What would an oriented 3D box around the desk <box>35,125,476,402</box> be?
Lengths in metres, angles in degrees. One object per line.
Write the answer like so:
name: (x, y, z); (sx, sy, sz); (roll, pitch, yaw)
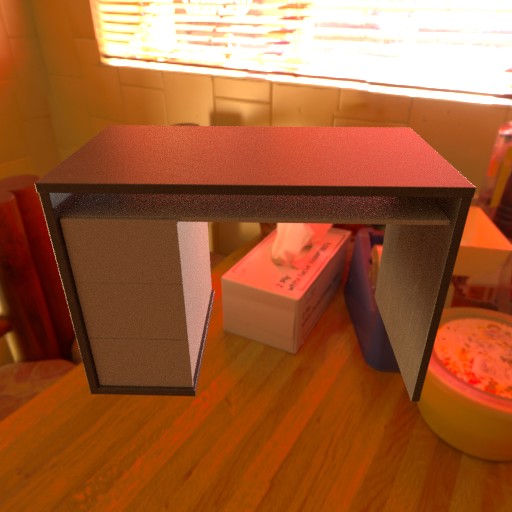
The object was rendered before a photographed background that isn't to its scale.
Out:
desk: (0.000, 0.000, 1.548); (1.100, 0.750, 0.600); (1, 30, 1)
